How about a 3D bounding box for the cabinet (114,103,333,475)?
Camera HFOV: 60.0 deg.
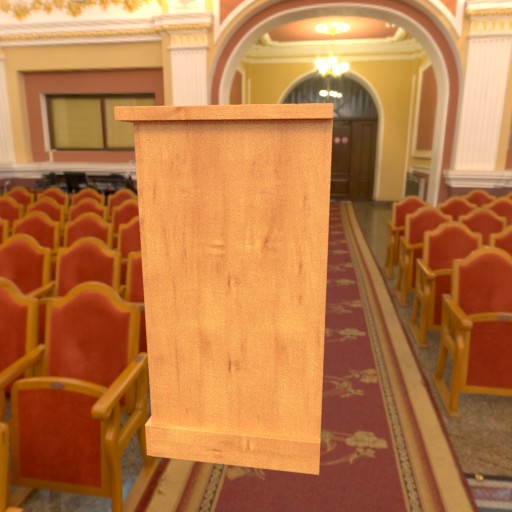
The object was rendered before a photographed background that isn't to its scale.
[{"bbox_3d":[0.000,0.000,1.427,0.450,0.840,0.920,2,14,9],"label":"cabinet"}]
